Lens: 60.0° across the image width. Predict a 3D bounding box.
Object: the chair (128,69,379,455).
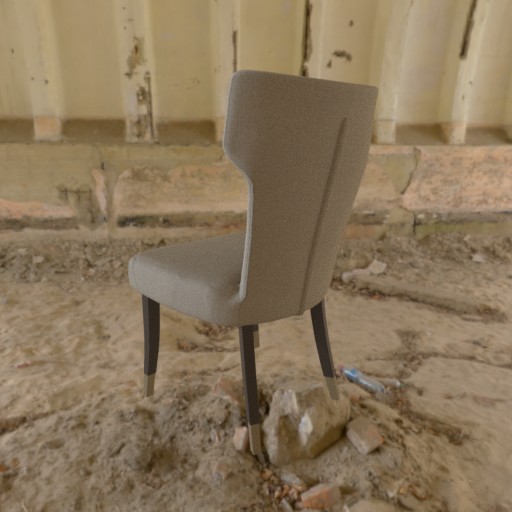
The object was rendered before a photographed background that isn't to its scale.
[{"bbox_3d":[0.000,0.000,1.317,0.526,0.955,0.630,-14,21,-42],"label":"chair"}]
